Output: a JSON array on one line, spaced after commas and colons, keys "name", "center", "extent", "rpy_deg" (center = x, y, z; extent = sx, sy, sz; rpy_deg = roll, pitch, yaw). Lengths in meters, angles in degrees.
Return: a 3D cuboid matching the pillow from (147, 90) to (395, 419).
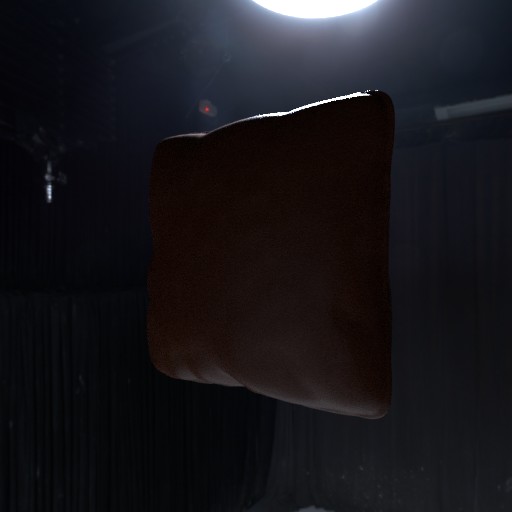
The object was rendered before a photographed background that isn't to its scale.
[{"name": "pillow", "center": [0.000, 0.000, 0.838], "extent": [0.532, 0.523, 0.236], "rpy_deg": [-1, -2, 35]}]
